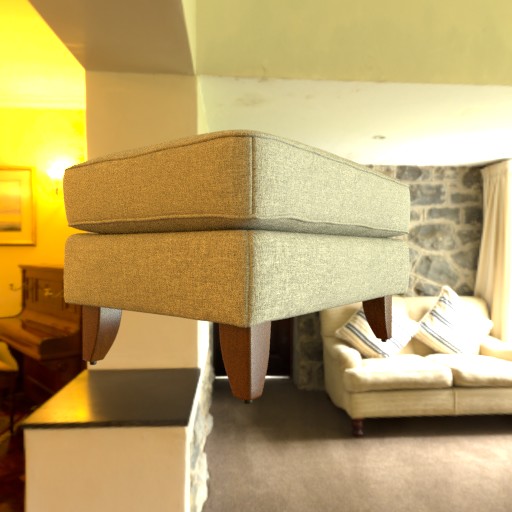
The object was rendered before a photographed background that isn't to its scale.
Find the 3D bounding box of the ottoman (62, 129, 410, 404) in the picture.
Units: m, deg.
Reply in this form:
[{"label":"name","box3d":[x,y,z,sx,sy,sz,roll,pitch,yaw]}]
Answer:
[{"label":"ottoman","box3d":[0.000,0.000,1.298,0.661,0.561,0.889,0,1,37]}]
